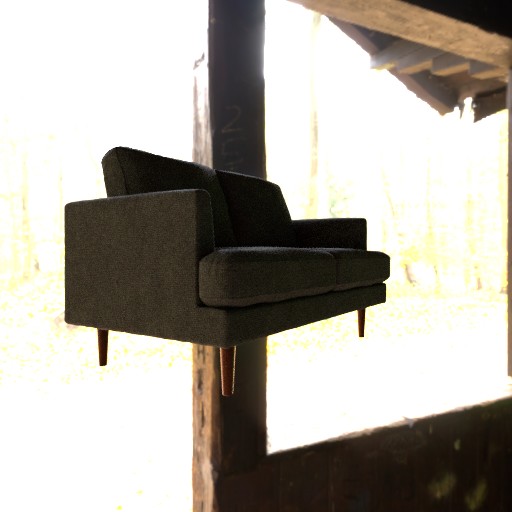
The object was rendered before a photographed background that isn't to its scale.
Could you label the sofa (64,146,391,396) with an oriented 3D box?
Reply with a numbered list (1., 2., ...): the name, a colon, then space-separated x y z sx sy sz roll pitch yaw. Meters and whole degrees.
1. sofa: 0.000 0.000 2.236 0.903 0.956 1.582 0 1 34
